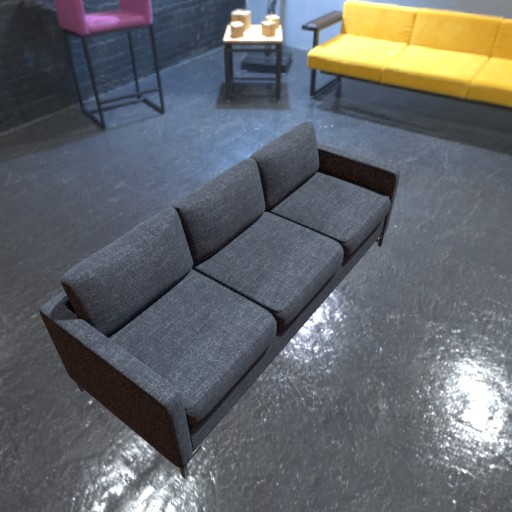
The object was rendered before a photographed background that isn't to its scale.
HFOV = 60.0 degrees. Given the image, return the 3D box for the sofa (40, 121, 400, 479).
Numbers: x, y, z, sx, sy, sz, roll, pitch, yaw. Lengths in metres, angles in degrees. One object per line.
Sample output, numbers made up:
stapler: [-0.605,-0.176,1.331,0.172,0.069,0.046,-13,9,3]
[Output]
sofa: [0.000,0.000,2.646,0.859,0.874,2.218,26,47,27]
